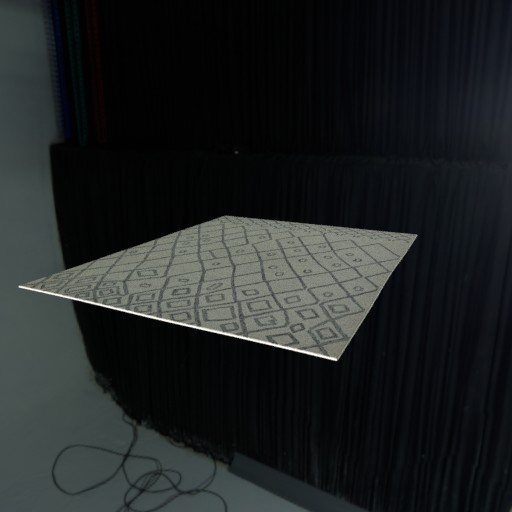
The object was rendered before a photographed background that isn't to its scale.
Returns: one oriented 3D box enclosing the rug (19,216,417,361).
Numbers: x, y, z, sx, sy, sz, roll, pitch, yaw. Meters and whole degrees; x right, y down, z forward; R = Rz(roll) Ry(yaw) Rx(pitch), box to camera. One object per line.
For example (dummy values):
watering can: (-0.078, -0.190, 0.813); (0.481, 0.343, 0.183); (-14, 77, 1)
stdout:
rug: (0.000, 0.000, 4.090); (2.446, 0.015, 3.046); (8, 18, 25)
